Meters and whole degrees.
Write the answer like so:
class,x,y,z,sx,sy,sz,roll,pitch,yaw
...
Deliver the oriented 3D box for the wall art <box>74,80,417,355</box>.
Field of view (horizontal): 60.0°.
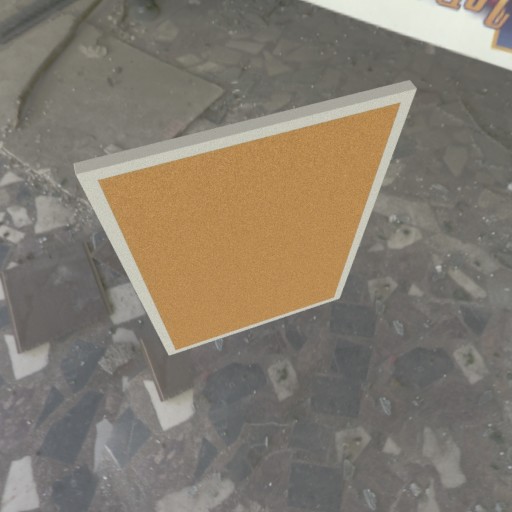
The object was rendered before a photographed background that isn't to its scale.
class,x,y,z,sx,sy,sz,roll,pitch,yaw
wall art,0.000,0.000,0.561,0.303,0.433,0.013,-17,60,-10
